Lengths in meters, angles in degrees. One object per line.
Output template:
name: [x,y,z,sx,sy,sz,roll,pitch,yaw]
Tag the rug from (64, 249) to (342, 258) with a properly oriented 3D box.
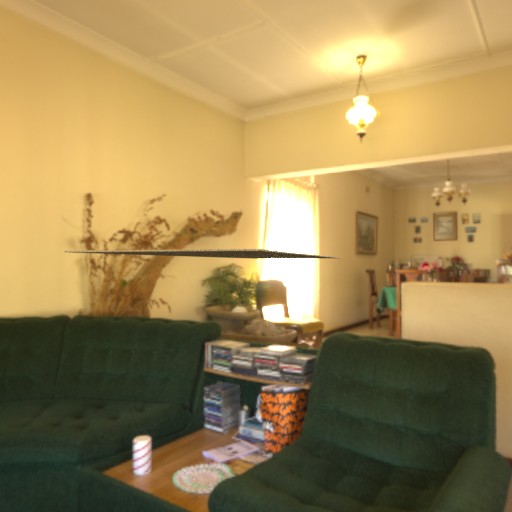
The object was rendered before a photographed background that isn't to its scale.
rug: [0.000,0.000,2.726,0.783,0.006,2.438,0,-1,17]
